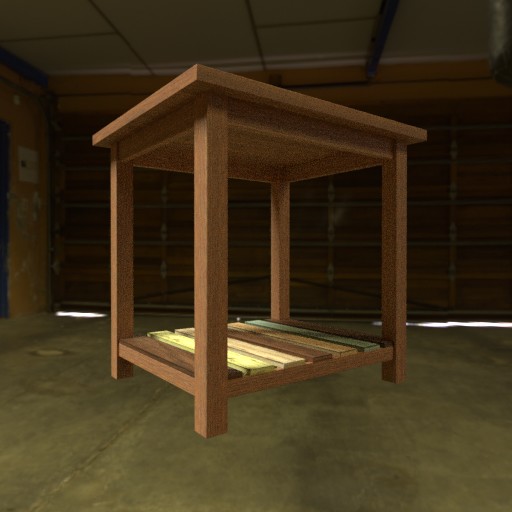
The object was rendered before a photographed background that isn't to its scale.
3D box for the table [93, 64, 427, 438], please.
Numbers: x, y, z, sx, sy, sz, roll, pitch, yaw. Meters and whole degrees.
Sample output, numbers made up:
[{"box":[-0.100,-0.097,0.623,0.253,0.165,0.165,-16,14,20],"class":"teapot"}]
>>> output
[{"box":[0.000,0.000,1.148,0.660,0.635,0.559,0,1,-37],"class":"table"}]
